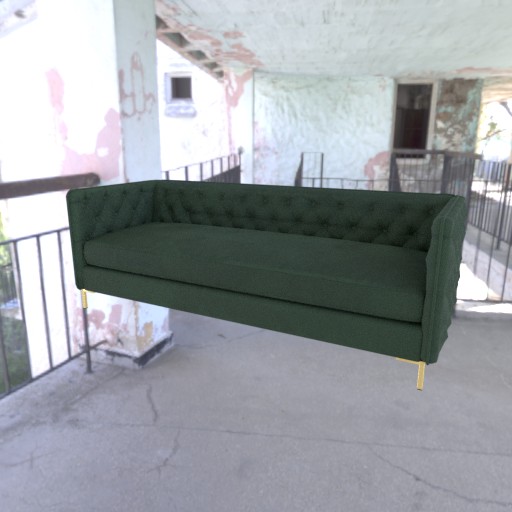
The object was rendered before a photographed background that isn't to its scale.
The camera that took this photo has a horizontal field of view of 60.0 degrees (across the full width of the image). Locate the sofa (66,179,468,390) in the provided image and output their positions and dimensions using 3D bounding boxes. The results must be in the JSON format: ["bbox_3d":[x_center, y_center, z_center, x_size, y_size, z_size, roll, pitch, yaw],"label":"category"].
[{"bbox_3d":[0.000,0.000,2.651,2.209,0.771,0.895,8,17,27],"label":"sofa"}]
